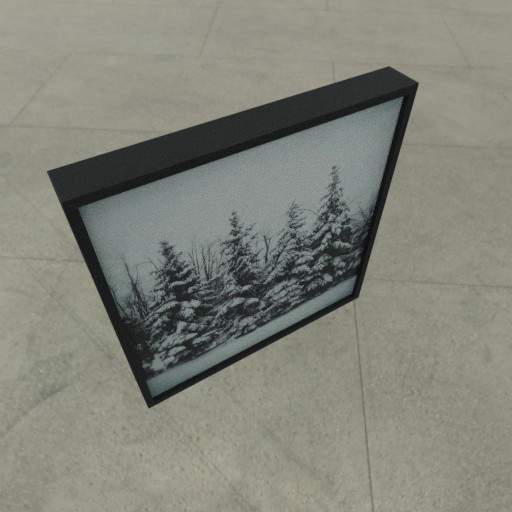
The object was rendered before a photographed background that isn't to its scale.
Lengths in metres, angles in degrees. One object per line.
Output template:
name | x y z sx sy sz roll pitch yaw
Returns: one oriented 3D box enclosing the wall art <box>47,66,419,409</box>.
wall art | 0.000 0.000 0.452 0.305 0.305 0.037 -24 52 -20
